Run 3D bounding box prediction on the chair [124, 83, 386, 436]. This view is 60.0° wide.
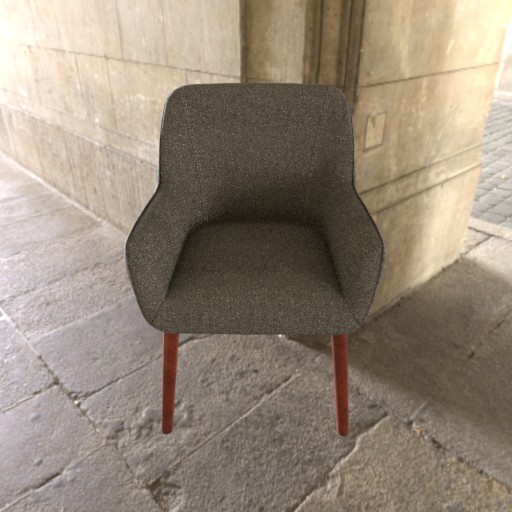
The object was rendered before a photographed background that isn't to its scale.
[{"bbox_3d":[0.000,0.000,1.182,0.543,0.803,0.519,0,29,1],"label":"chair"}]
